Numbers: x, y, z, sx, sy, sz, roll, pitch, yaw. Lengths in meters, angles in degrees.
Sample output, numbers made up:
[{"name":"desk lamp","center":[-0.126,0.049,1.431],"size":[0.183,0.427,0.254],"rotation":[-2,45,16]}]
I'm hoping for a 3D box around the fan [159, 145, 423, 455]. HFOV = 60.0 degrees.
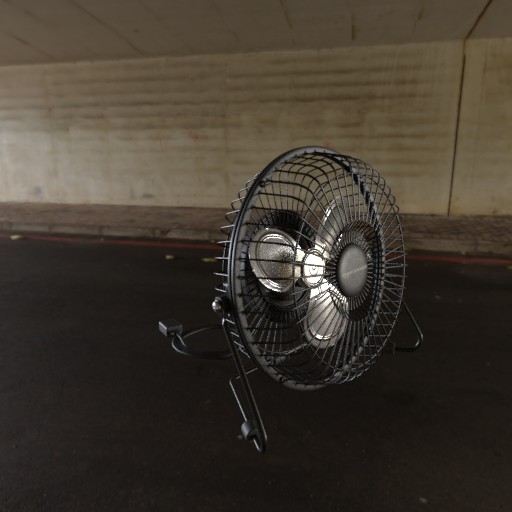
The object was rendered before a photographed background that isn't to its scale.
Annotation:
[{"name":"fan","center":[0.000,0.000,0.389],"size":[0.227,0.188,0.209],"rotation":[13,19,43]}]
